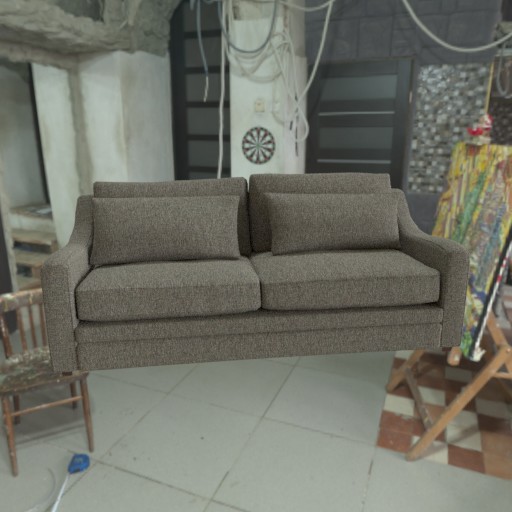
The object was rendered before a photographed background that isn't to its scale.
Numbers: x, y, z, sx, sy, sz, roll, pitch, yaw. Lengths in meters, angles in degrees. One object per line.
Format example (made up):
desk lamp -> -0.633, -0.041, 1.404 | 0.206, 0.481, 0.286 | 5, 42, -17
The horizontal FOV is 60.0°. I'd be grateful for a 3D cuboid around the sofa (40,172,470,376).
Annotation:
sofa -> 0.000, 0.000, 2.900 | 2.418, 0.998, 1.103 | -2, 16, -7
